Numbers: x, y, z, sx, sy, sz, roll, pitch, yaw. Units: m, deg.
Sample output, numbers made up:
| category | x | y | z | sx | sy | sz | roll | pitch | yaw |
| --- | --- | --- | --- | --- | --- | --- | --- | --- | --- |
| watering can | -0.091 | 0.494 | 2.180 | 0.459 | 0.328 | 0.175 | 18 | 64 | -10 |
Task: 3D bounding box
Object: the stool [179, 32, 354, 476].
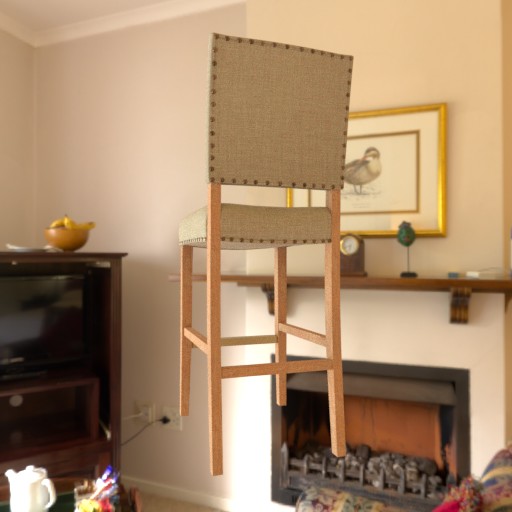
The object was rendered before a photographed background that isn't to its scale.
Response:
| category | x | y | z | sx | sy | sz | roll | pitch | yaw |
| --- | --- | --- | --- | --- | --- | --- | --- | --- | --- |
| stool | 0.000 | 0.000 | 1.506 | 0.445 | 1.203 | 0.585 | 0 | -1 | -18 |
